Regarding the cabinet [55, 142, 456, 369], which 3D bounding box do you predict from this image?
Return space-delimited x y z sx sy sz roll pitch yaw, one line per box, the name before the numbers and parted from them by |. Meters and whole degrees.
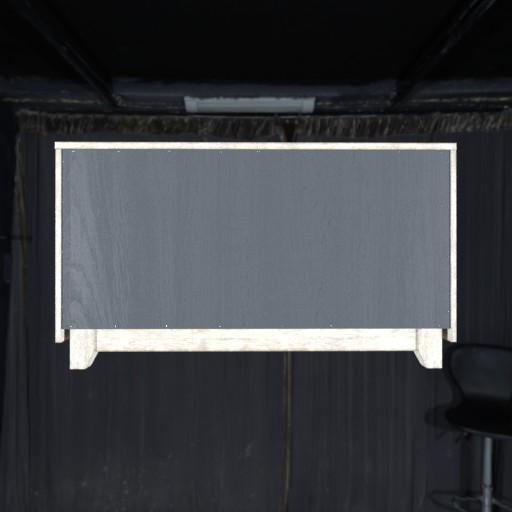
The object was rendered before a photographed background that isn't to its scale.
cabinet | 0.000 0.000 1.866 1.460 0.825 0.511 0 0 -1
